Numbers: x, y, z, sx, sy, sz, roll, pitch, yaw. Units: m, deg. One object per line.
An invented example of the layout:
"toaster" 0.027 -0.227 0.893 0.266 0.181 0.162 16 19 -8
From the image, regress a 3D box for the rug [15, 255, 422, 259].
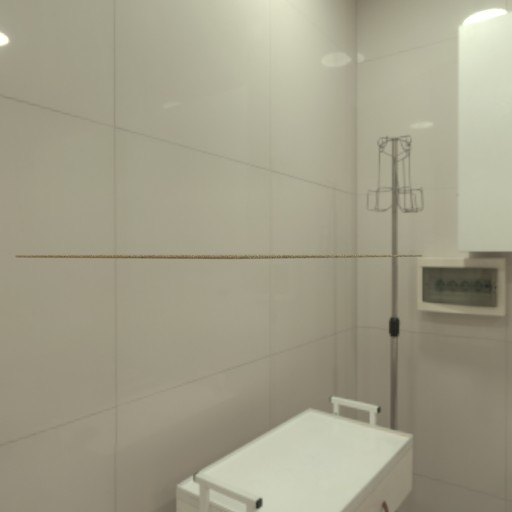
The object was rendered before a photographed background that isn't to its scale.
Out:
"rug" 0.000 0.000 2.997 1.540 0.012 2.448 0 0 35
